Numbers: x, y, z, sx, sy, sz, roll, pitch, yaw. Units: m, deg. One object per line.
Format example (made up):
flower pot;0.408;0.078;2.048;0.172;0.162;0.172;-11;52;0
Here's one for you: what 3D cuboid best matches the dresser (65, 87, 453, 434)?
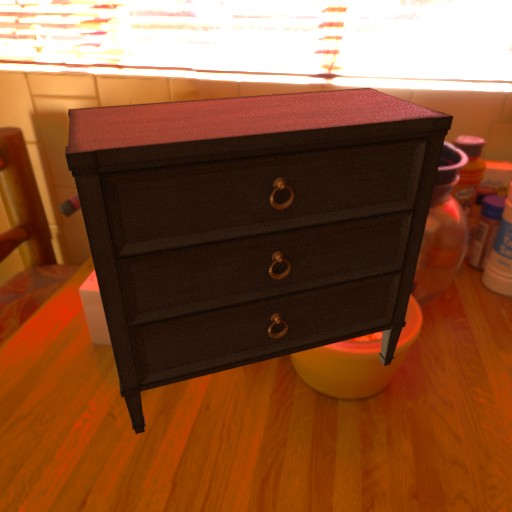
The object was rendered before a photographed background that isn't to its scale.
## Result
dresser;0.000;0.000;1.562;1.049;0.986;0.463;-10;33;-16
